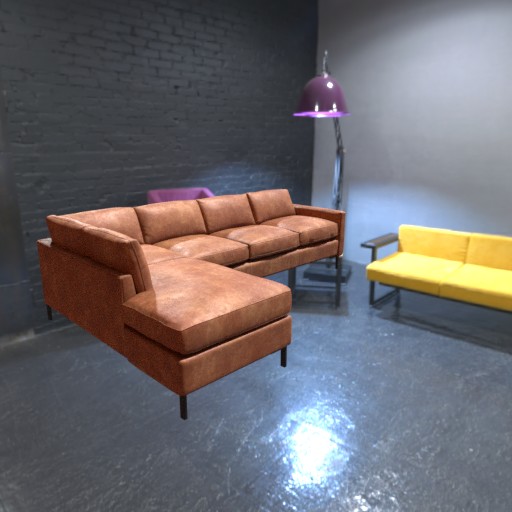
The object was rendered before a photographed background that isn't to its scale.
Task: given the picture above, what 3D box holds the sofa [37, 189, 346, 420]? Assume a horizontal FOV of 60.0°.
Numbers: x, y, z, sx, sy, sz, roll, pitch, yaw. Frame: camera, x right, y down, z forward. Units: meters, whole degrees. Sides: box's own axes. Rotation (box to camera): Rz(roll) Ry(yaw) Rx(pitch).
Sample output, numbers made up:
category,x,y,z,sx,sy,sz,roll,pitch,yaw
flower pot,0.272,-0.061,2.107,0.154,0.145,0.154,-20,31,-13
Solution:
category,x,y,z,sx,sy,sz,roll,pitch,yaw
sofa,0.000,0.000,3.834,1.938,0.877,2.984,14,21,43
